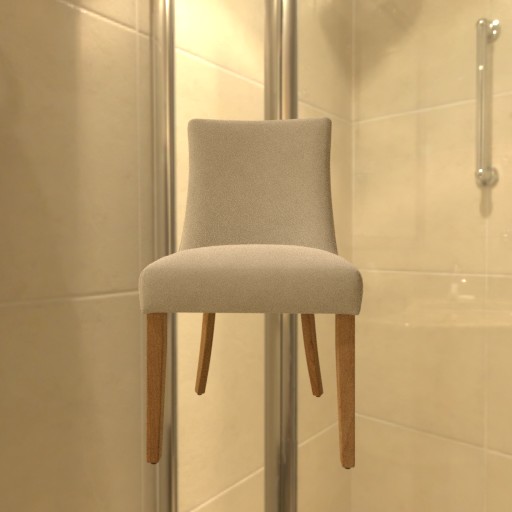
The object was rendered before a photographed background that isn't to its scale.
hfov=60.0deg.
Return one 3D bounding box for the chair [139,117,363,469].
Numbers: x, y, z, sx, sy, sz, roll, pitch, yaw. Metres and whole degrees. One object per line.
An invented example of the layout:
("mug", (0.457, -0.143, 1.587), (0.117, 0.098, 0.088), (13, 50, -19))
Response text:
("chair", (0.000, 0.000, 1.234), (0.495, 0.902, 0.610), (0, 1, 3))
